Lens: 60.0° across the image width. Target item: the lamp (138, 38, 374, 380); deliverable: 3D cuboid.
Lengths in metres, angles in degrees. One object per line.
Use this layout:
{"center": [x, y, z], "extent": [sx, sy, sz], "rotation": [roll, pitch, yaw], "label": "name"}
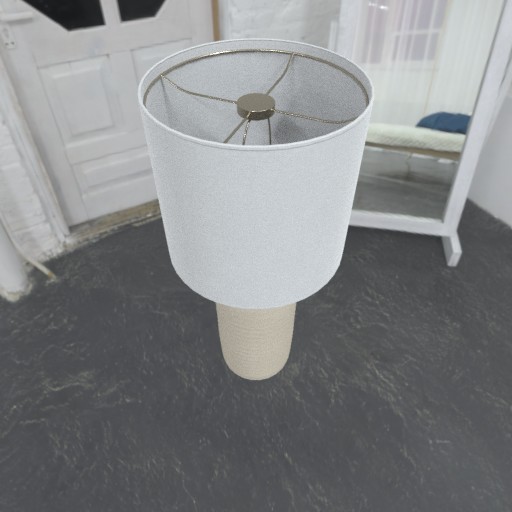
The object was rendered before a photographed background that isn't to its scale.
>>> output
{"center": [0.000, 0.000, 0.591], "extent": [0.220, 0.475, 0.220], "rotation": [29, 53, 25], "label": "lamp"}
